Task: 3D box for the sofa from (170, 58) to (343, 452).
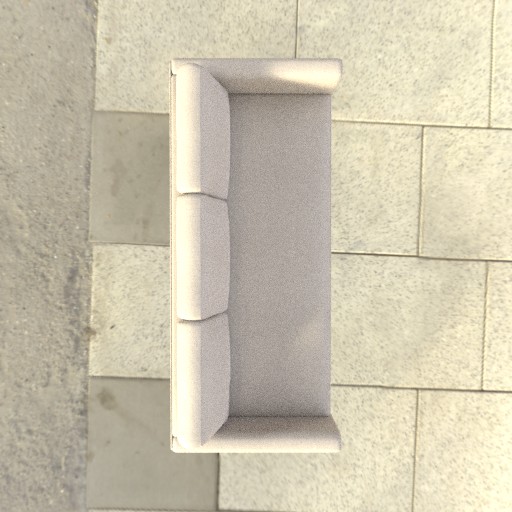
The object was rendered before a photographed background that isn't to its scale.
[{"bbox_3d":[0.000,0.000,2.691,0.959,0.838,2.210,0,91,0],"label":"sofa"}]
